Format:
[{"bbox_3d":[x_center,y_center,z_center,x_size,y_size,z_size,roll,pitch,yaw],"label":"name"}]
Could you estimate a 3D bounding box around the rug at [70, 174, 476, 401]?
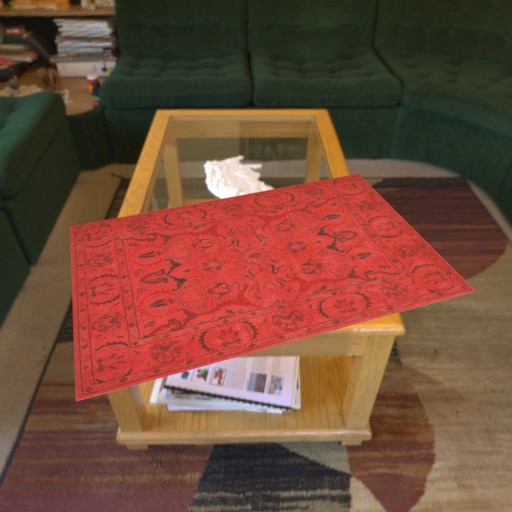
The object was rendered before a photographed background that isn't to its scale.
[{"bbox_3d":[0.000,0.000,3.065,2.423,0.010,1.534,-12,42,-14],"label":"rug"}]
